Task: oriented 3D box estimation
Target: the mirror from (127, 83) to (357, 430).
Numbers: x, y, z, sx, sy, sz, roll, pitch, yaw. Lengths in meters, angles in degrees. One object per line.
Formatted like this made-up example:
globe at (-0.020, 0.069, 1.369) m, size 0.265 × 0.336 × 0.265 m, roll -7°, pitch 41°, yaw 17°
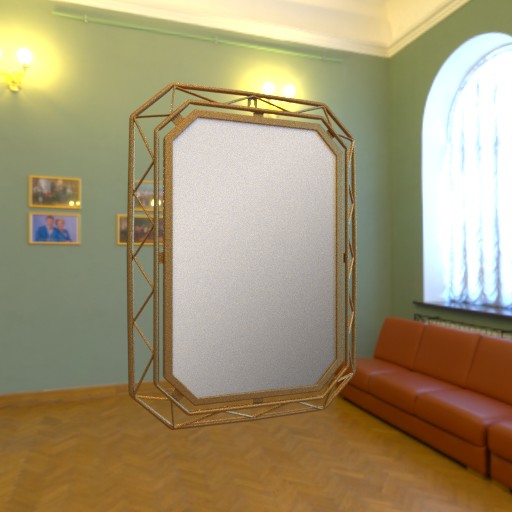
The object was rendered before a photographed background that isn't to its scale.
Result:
mirror at (0.000, 0.000, 0.746) m, size 0.417 × 0.566 × 0.042 m, roll 0°, pitch 0°, yaw -20°
